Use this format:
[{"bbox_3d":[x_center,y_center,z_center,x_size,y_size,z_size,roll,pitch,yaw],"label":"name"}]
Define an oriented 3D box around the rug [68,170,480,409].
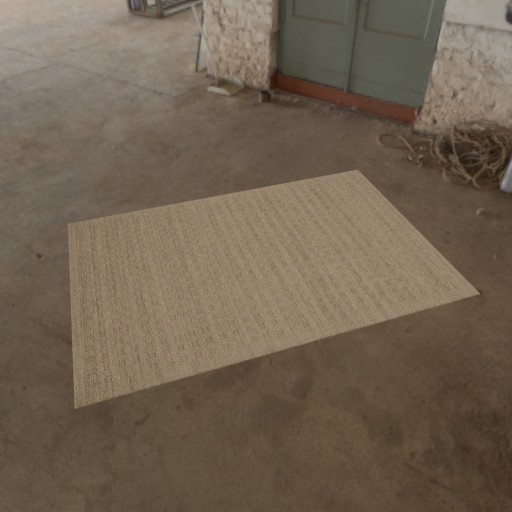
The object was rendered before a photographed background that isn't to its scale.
[{"bbox_3d":[0.000,0.000,2.199,1.752,0.006,1.142,-13,43,-14],"label":"rug"}]
